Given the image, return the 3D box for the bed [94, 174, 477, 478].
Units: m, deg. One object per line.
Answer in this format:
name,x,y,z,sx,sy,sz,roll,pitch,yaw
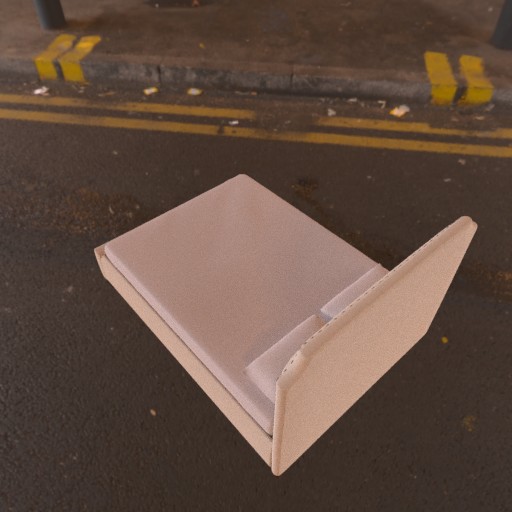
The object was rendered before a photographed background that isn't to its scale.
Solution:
bed,0.000,0.000,3.423,1.712,1.443,2.372,-32,54,-28
